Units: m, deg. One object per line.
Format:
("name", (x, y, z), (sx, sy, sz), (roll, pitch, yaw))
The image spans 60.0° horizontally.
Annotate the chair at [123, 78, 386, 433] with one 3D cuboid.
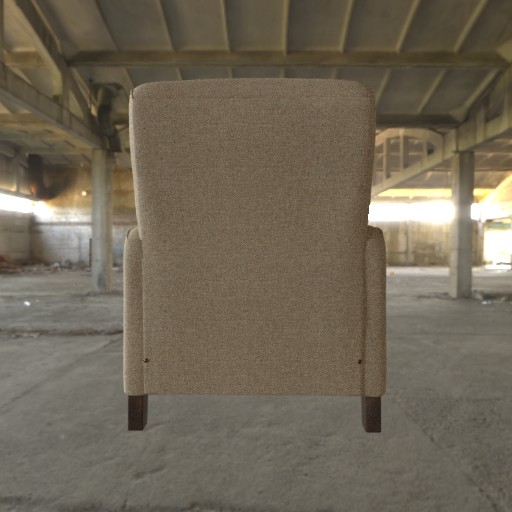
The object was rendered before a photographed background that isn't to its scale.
("chair", (0.000, 0.000, 1.638), (0.841, 1.028, 0.858), (0, 1, 1))
